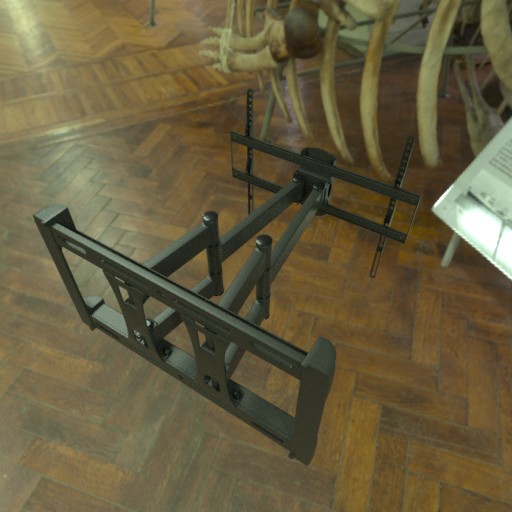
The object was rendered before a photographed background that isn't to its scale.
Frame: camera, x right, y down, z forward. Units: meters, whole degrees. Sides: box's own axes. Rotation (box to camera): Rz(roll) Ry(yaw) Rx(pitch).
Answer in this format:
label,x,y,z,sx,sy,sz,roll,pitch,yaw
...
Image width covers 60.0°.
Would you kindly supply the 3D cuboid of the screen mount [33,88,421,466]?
label,x,y,z,sx,sy,sz,roll,pitch,yaw
screen mount,0.000,0.000,0.945,0.571,0.424,0.556,25,51,22
